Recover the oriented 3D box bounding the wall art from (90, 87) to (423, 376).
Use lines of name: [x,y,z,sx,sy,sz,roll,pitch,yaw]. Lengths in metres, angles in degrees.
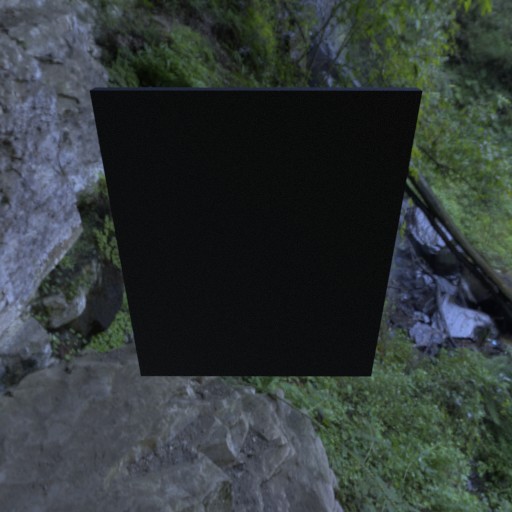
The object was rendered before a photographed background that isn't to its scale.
wall art: [0.000,0.000,0.706,0.428,0.505,0.023,0,30,0]
